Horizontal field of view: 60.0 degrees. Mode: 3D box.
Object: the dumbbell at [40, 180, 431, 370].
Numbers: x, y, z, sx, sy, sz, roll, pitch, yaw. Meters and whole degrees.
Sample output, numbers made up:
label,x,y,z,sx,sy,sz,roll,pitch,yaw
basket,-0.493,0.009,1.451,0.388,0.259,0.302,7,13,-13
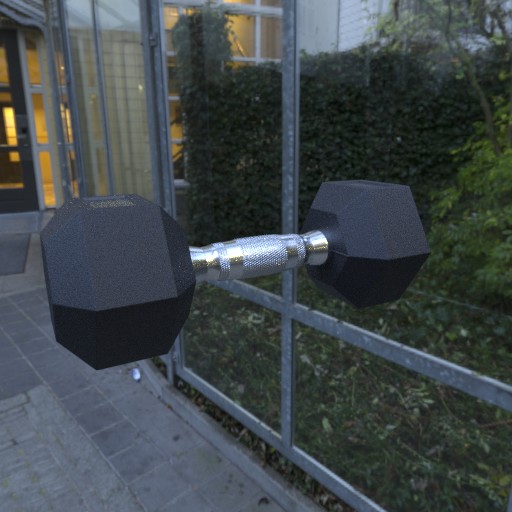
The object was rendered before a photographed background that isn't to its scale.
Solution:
label,x,y,z,sx,sy,sz,roll,pitch,yaw
dumbbell,0.000,0.000,0.317,0.272,0.092,0.106,-8,17,-27
